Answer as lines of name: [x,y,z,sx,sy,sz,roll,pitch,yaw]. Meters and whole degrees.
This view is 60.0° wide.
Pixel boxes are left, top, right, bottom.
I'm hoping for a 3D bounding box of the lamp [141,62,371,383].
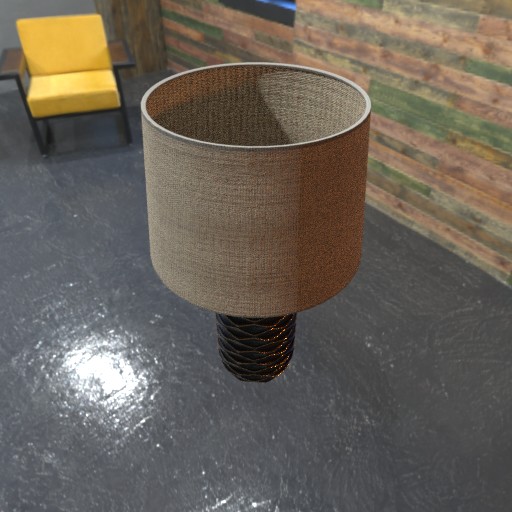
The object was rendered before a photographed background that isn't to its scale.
lamp: [0.000,0.000,0.825,0.376,0.594,0.376,0,40,0]
